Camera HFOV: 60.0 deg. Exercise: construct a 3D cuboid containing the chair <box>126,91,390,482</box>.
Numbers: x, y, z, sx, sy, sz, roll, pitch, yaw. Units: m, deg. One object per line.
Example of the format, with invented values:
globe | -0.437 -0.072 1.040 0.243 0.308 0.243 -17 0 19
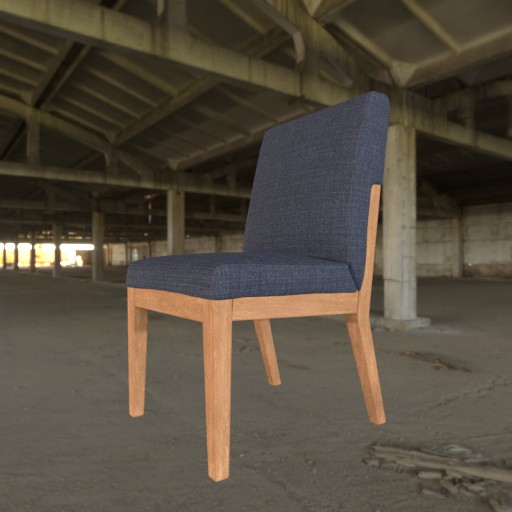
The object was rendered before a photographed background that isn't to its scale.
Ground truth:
chair | 0.000 0.000 1.246 0.586 0.911 0.507 0 0 -37
